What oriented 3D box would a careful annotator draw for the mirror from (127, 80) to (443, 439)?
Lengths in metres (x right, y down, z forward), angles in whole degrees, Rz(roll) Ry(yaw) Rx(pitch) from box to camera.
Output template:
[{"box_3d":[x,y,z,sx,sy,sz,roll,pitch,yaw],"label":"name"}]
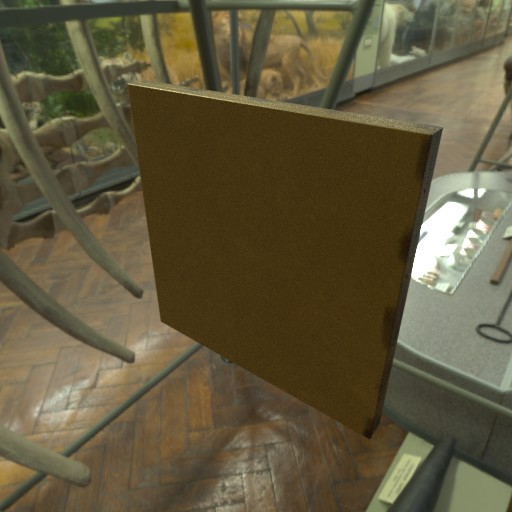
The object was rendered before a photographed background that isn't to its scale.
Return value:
[{"box_3d":[0.000,0.000,0.752,0.509,0.507,0.042,21,37,31],"label":"mirror"}]
